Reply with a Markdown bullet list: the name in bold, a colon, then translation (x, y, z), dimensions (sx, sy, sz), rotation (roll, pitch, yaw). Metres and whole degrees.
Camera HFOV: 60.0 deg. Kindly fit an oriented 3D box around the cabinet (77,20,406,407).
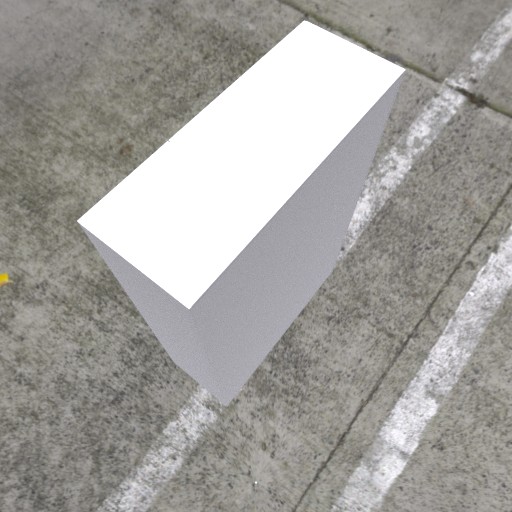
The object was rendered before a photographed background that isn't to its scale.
- **cabinet**: translation (0.000, 0.000, 2.465), dimensions (0.510, 1.910, 1.290), rotation (35, 68, 16)
